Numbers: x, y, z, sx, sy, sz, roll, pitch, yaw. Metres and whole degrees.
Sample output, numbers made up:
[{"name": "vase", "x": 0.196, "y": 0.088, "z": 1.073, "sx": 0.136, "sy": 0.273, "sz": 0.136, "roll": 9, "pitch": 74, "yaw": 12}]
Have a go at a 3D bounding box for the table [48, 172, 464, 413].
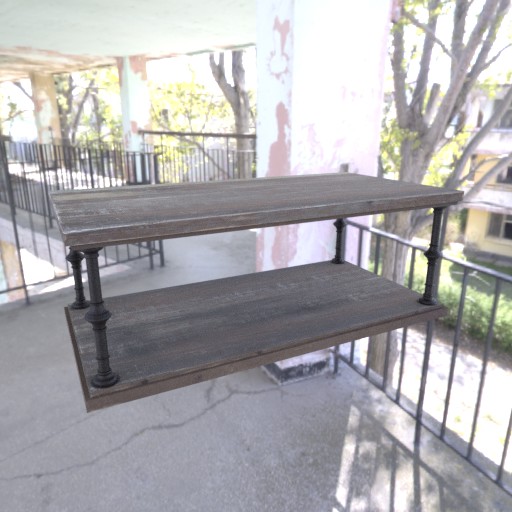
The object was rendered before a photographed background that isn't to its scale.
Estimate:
[{"name": "table", "x": 0.000, "y": 0.000, "z": 1.358, "sx": 1.088, "sy": 0.399, "sz": 0.554, "roll": -8, "pitch": 19, "yaw": -26}]
